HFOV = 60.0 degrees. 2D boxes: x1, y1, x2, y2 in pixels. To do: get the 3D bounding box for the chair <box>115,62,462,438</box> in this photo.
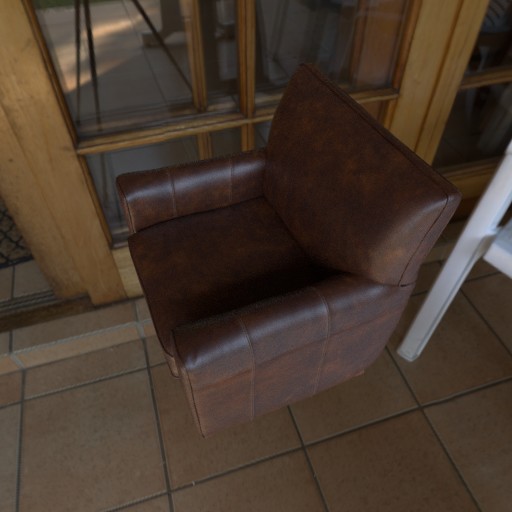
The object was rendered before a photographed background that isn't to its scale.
[{"bbox_3d":[0.000,0.000,1.585,0.823,0.943,0.870,-18,50,-15],"label":"chair"}]
